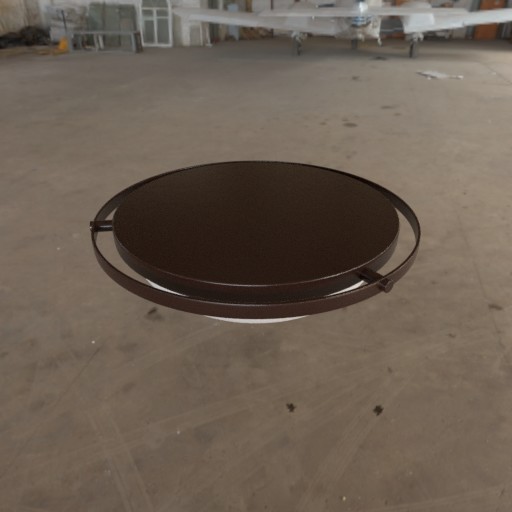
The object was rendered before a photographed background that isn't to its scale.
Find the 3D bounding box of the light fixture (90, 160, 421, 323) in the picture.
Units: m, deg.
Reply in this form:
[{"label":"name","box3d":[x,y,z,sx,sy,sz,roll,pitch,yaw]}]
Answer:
[{"label":"light fixture","box3d":[0.000,0.000,0.538,0.361,0.130,0.361,0,30,0]}]
